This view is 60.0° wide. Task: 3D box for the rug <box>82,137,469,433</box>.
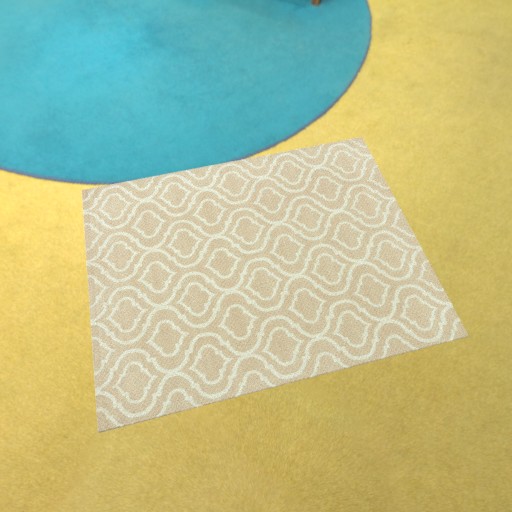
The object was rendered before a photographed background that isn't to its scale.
[{"bbox_3d":[0.000,0.000,3.900,2.894,0.013,2.286,-12,59,-7],"label":"rug"}]
